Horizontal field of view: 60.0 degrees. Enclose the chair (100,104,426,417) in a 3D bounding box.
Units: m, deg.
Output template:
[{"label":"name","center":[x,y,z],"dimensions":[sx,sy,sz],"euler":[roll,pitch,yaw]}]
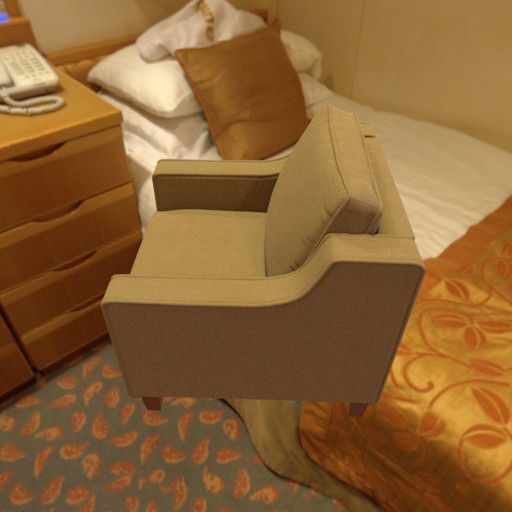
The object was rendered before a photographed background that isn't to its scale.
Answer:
[{"label":"chair","center":[0.000,0.000,1.676],"dimensions":[0.909,0.960,0.831],"euler":[1,41,1]}]
